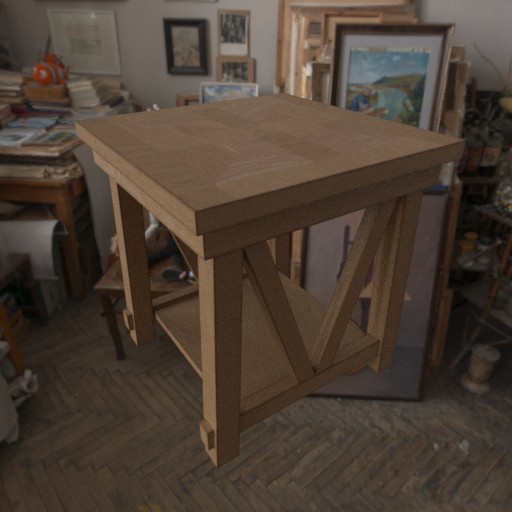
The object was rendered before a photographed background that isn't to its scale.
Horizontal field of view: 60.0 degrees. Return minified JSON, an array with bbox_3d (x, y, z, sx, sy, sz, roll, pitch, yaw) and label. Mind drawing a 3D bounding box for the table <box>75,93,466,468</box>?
[{"bbox_3d":[0.000,0.000,1.126,0.612,0.638,0.610,-19,35,-29],"label":"table"}]
